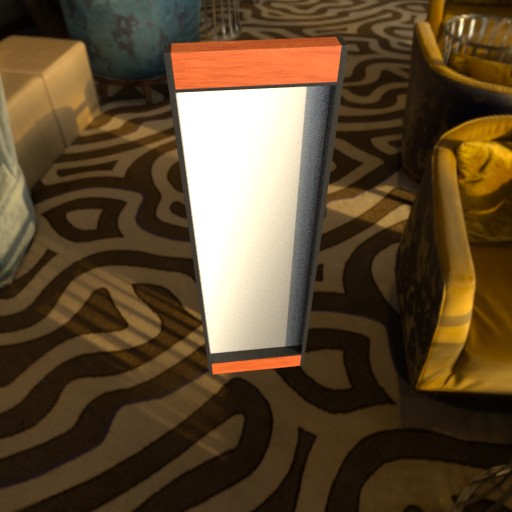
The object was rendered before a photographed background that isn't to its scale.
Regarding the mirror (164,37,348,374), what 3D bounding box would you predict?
[{"bbox_3d":[0.000,0.000,1.229,0.343,1.123,0.047,-5,45,-5],"label":"mirror"}]
